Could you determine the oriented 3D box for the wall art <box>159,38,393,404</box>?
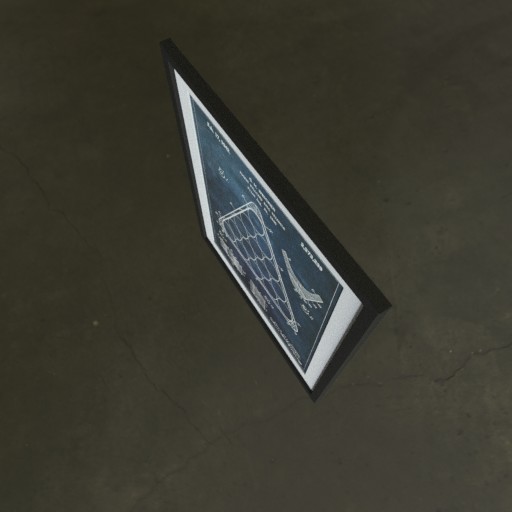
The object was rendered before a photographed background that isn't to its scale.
[{"bbox_3d":[0.000,0.000,1.223,0.028,0.863,0.755,-30,67,-14],"label":"wall art"}]
